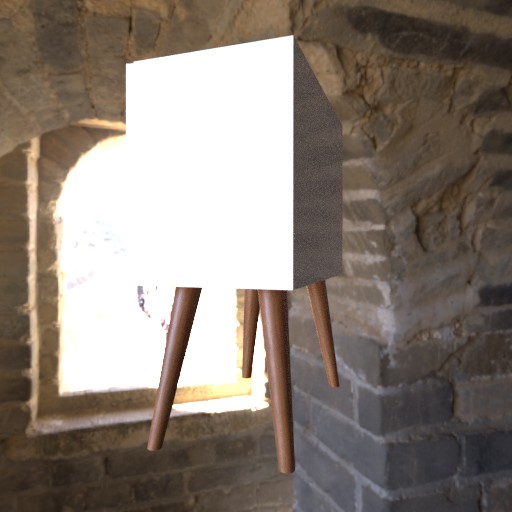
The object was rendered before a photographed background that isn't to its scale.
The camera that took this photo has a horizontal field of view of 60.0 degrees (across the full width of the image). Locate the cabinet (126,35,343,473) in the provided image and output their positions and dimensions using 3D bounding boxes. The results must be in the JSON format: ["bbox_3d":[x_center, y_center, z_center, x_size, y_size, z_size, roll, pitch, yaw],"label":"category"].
[{"bbox_3d":[0.000,0.000,1.106,0.344,0.772,0.591,0,1,19],"label":"cabinet"}]
